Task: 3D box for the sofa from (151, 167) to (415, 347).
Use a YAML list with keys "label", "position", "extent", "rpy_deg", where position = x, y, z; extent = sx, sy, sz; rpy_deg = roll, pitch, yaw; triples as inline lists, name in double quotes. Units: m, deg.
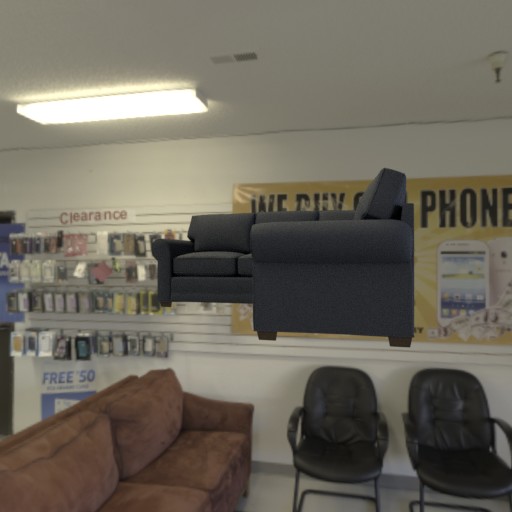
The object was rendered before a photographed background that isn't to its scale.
- label: "sofa"
  position: [0.000, 0.000, 3.920]
  extent: [2.487, 1.042, 2.562]
  rpy_deg: [0, -1, 16]
